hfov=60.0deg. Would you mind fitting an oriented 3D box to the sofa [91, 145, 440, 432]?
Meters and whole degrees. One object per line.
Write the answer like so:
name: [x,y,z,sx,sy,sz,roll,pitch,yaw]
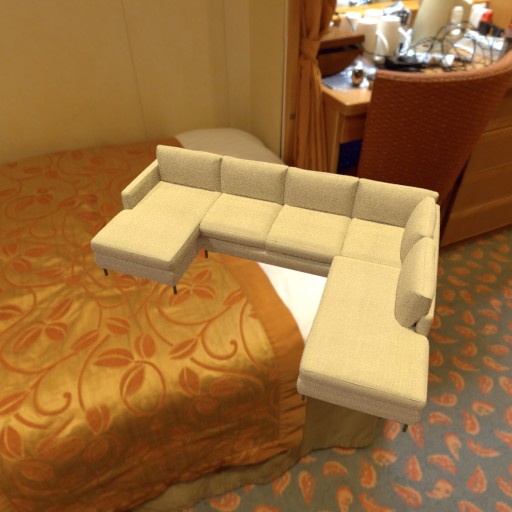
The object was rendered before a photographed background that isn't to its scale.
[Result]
sofa: [0.000,0.000,3.556,2.737,0.756,1.879,13,43,14]
